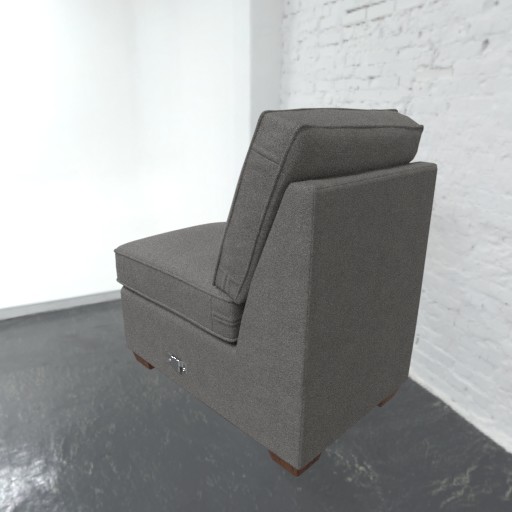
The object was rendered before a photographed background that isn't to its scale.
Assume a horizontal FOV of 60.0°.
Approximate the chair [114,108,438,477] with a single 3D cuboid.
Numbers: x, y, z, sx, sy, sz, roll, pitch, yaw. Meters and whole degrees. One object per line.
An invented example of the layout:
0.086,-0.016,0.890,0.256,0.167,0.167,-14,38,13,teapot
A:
0.000,0.000,1.531,0.621,0.970,0.938,-17,25,-42,chair
